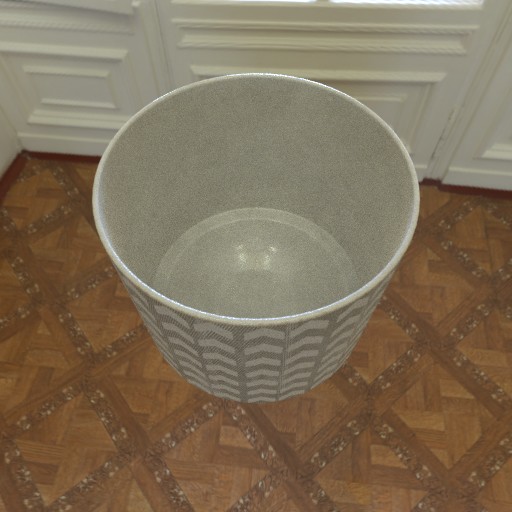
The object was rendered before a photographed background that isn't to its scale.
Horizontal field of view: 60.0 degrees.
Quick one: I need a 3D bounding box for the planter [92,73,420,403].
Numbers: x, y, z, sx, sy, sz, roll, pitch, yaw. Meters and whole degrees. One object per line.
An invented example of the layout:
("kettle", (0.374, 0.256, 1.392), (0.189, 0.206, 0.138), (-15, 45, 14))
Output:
("planter", (0.000, 0.000, 0.444), (0.250, 0.239, 0.250), (0, 58, 0))
